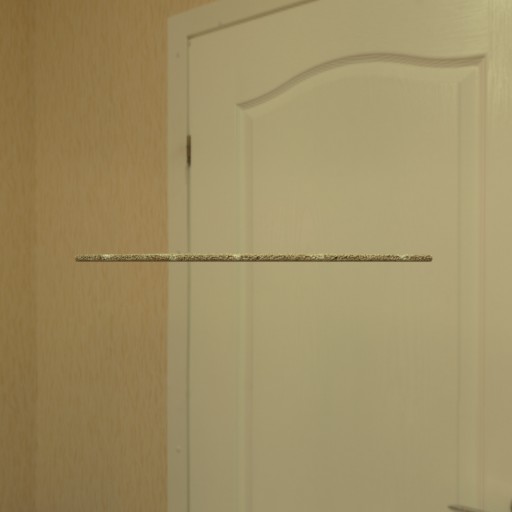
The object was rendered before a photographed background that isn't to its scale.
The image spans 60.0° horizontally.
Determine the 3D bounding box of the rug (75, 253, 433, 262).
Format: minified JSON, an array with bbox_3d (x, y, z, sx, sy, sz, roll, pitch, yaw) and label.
[{"bbox_3d":[0.000,0.000,3.088,1.524,0.030,2.438,0,0,1],"label":"rug"}]
